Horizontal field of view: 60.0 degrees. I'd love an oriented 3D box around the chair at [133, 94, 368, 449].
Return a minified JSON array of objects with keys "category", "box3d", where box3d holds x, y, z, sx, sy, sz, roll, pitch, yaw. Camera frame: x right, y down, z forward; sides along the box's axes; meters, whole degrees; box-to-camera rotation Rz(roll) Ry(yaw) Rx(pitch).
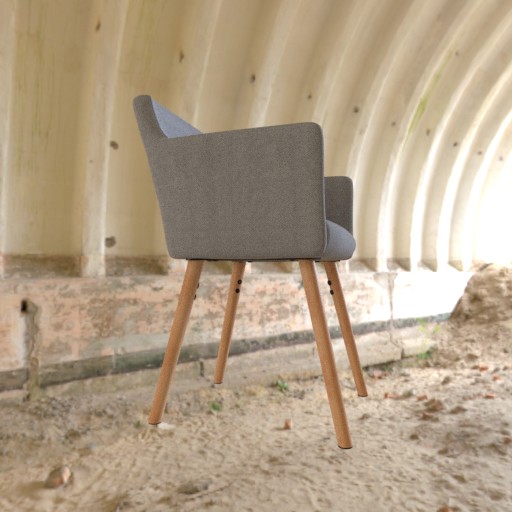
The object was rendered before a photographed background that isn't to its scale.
[{"category":"chair","box3d":[0.000,0.000,1.162,0.540,0.780,0.570,0,-2,18]}]
